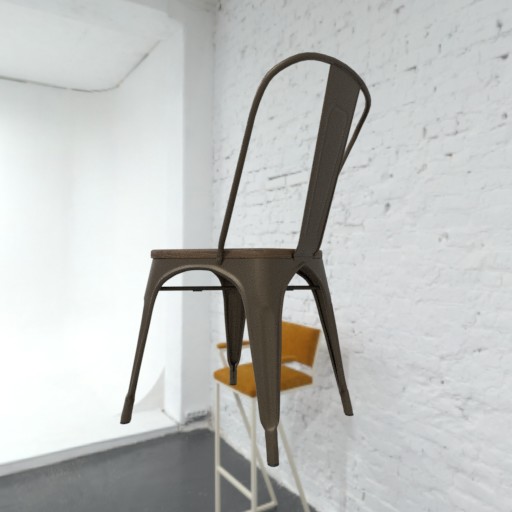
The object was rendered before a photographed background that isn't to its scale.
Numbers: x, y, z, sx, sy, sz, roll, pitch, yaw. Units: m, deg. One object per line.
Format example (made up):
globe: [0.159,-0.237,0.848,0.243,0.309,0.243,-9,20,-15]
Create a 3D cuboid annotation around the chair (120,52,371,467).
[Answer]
chair: [0.000,0.000,1.145,0.532,0.844,0.451,0,-1,37]
